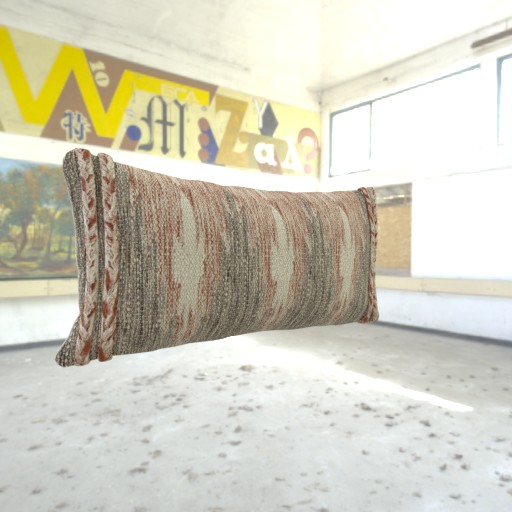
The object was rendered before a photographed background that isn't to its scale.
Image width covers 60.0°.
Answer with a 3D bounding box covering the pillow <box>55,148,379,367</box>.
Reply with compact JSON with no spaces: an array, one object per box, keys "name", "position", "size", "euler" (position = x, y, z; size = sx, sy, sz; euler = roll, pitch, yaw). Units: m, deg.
[{"name":"pillow","position":[0.000,0.000,0.748],"size":[0.635,0.282,0.139],"euler":[0,1,-36]}]
